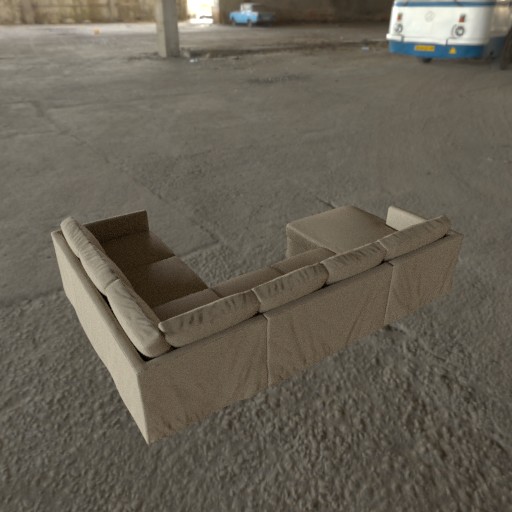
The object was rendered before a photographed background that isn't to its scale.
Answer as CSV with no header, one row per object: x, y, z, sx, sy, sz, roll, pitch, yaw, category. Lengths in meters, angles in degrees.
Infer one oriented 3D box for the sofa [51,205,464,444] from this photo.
0.000,0.000,4.632,3.528,0.878,2.476,-19,35,-29,sofa
